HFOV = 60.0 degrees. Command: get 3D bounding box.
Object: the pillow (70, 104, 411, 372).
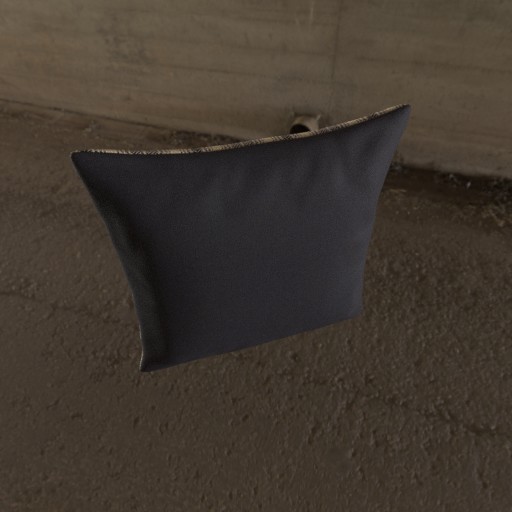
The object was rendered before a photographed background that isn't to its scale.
[{"bbox_3d":[0.000,0.000,0.813,0.520,0.508,0.166,-12,42,-14],"label":"pillow"}]
